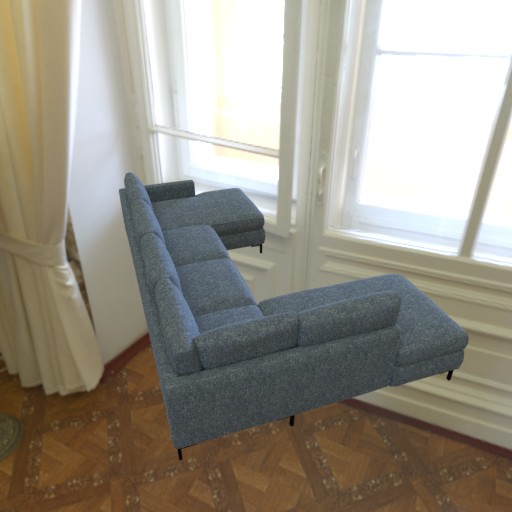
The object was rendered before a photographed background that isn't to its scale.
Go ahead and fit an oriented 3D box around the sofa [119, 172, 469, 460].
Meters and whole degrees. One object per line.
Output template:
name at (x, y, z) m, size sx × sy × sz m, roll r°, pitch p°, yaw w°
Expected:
sofa at (0.000, 0.000, 3.564) m, size 1.879 × 0.756 × 2.737 m, roll -10°, pitch 33°, yaw -17°
